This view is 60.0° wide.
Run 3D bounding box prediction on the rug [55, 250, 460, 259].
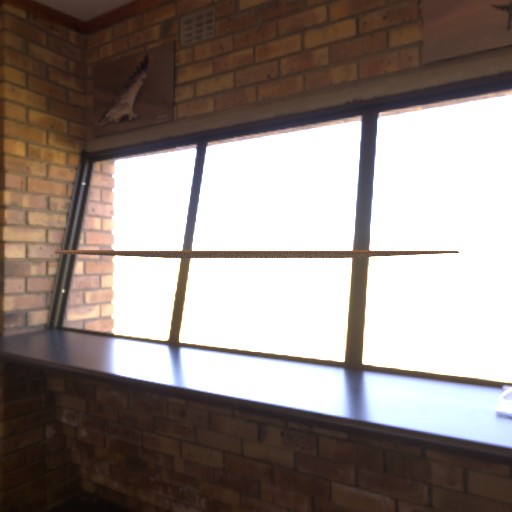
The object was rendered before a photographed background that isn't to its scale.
[{"bbox_3d":[0.000,0.000,2.716,1.524,0.013,2.134,0,-1,0],"label":"rug"}]
